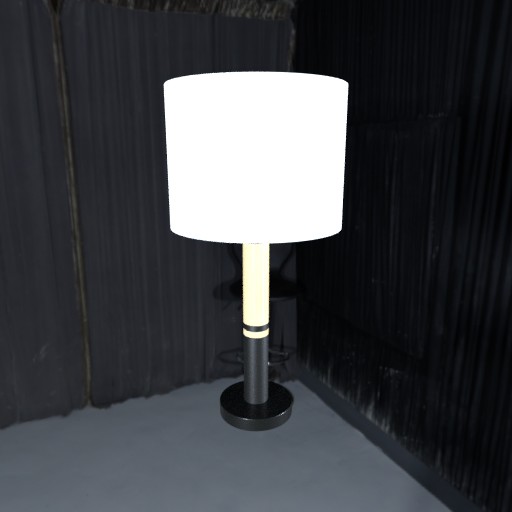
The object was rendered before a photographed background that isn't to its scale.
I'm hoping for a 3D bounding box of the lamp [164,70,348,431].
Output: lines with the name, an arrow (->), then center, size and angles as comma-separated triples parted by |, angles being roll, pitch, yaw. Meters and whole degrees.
lamp -> 0.000, 0.000, 0.820 | 0.305, 0.640, 0.305 | -7, 16, -26
